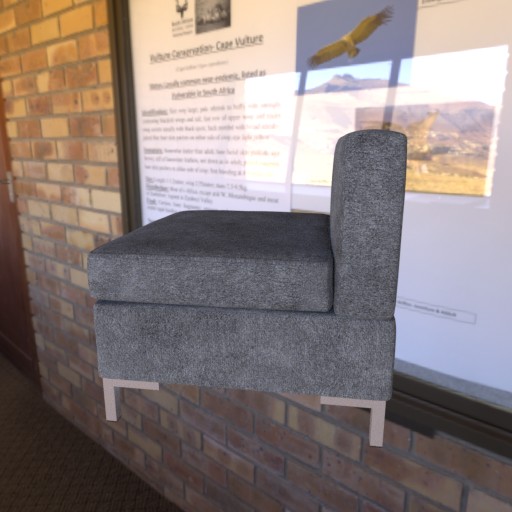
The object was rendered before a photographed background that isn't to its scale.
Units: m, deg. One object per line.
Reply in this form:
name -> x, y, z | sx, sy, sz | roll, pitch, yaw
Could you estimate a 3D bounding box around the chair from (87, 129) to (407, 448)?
chair -> 0.000, 0.000, 1.230 | 0.680, 0.660, 0.680 | 2, 14, 8
